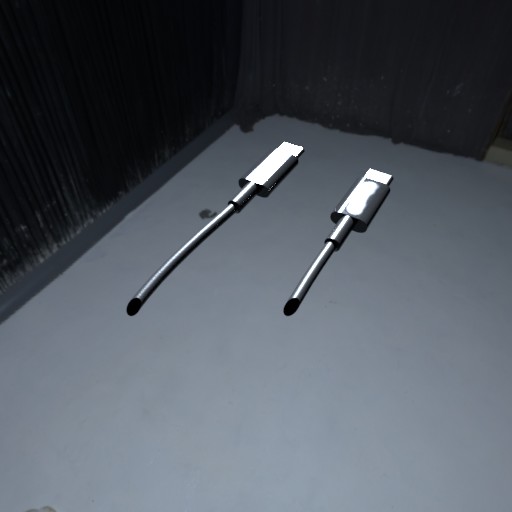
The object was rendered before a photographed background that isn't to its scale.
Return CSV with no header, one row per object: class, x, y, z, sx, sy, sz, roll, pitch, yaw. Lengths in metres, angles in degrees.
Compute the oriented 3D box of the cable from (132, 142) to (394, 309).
cable,0.000,0.000,0.111,0.041,0.005,0.098,23,50,21
